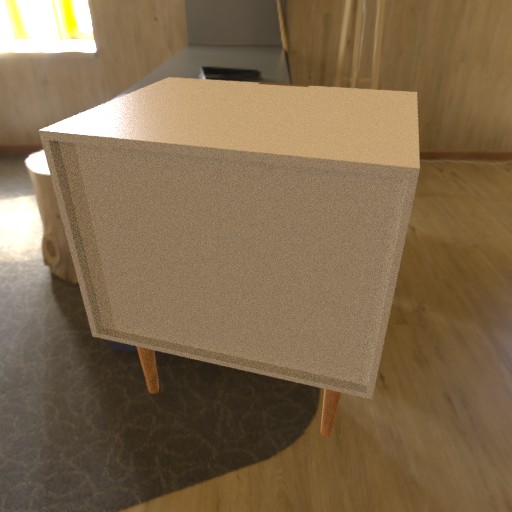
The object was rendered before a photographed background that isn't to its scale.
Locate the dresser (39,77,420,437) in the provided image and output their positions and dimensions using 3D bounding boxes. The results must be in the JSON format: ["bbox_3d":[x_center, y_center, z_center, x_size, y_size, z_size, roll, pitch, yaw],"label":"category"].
[{"bbox_3d":[0.000,0.000,0.869,0.503,0.568,0.414,9,33,14],"label":"dresser"}]
